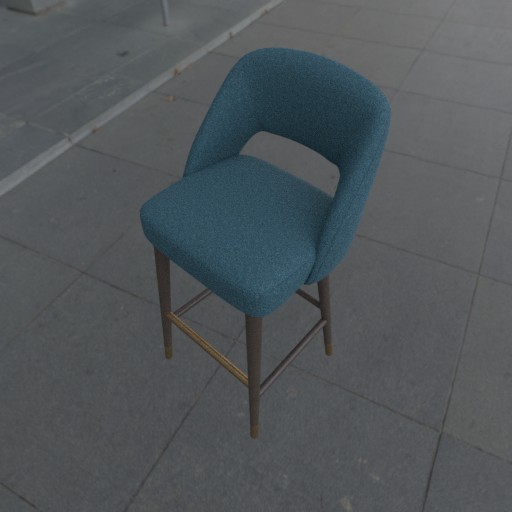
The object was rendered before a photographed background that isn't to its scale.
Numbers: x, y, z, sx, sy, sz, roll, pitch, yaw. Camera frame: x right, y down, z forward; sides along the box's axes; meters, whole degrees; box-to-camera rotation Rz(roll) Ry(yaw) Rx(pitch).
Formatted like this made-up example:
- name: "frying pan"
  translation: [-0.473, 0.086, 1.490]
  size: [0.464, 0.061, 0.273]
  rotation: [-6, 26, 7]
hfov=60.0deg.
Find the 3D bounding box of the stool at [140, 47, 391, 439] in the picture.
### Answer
- name: "stool"
  translation: [0.000, 0.000, 1.326]
  size: [0.536, 1.032, 0.522]
  rotation: [34, 55, 28]
